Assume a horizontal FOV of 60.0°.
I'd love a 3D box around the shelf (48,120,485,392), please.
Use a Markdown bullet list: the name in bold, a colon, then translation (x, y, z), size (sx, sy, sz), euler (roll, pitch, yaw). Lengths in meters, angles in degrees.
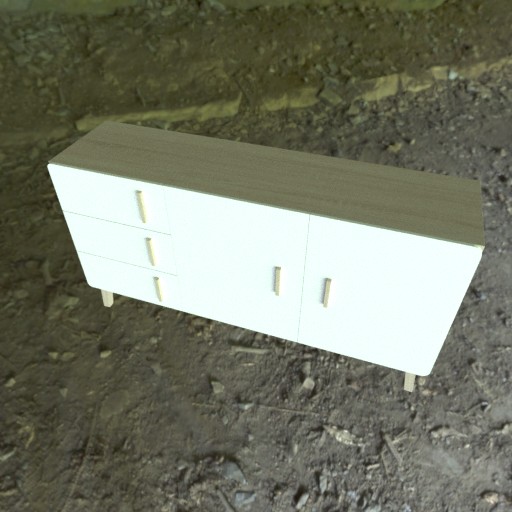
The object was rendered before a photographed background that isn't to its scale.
- **shelf**: translation (0.000, 0.000, 1.817), size (1.490, 0.780, 0.400), euler (13, 43, 14)
